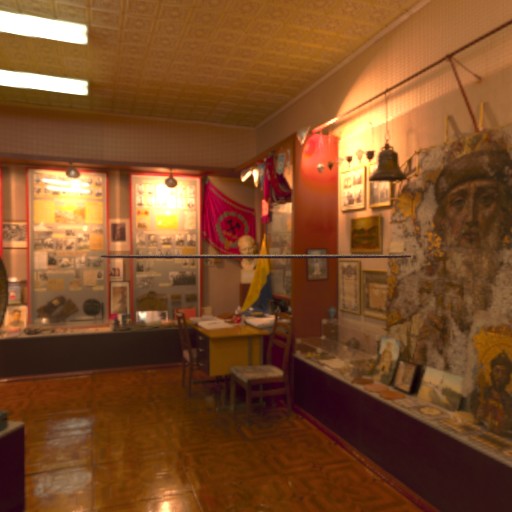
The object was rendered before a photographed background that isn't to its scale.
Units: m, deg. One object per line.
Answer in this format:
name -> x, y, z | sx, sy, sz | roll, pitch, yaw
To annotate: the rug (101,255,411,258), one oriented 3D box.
rug -> 0.000, 0.000, 2.409 | 1.591, 0.010, 1.591 | 0, 0, 0
